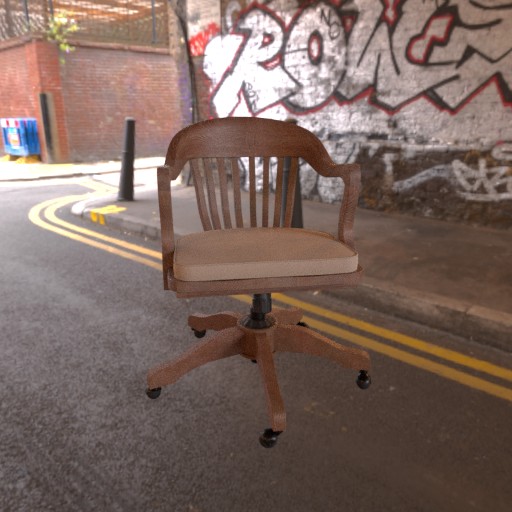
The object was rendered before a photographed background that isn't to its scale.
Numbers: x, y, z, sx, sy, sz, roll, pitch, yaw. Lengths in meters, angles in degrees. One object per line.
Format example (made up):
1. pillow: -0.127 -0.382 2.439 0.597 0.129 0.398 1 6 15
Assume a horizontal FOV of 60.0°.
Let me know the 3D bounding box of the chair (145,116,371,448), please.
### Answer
1. chair: 0.000 0.000 1.451 0.750 0.878 0.788 -3 17 -8
